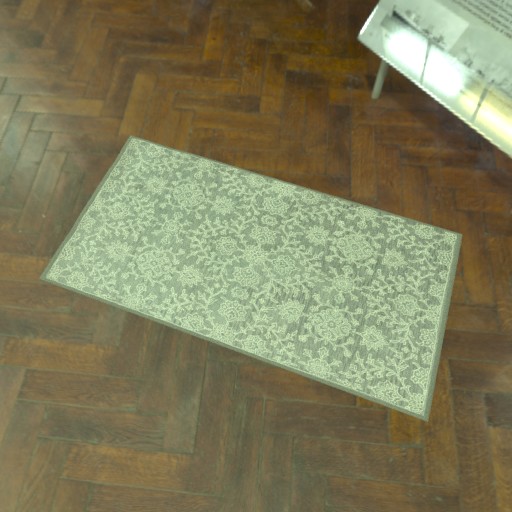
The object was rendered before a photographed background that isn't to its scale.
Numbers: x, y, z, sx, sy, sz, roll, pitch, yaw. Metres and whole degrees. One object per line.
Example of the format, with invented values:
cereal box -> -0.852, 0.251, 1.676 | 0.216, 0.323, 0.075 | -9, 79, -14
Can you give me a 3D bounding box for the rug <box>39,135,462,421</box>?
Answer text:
rug -> 0.000, 0.000, 3.554 | 3.048, 0.011, 1.546 | 18, 65, 9
